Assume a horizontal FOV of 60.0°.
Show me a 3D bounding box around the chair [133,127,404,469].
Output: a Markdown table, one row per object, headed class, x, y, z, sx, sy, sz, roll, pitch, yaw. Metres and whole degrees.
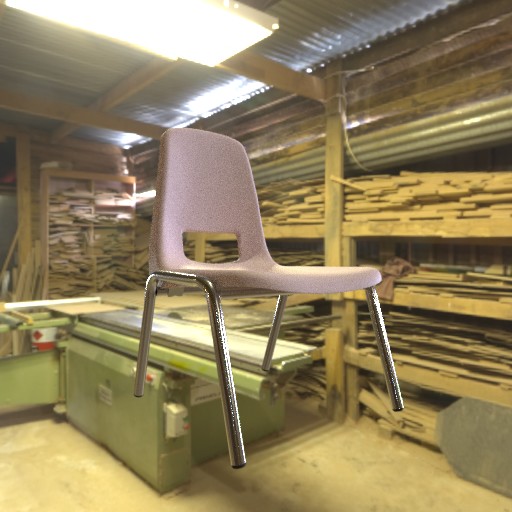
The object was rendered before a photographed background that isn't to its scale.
| class | x | y | z | sx | sy | sz | roll | pitch | yaw |
| --- | --- | --- | --- | --- | --- | --- | --- | --- | --- |
| chair | 0.000 | 0.000 | 0.807 | 0.354 | 0.537 | 0.385 | 0 | 0 | -37 |
